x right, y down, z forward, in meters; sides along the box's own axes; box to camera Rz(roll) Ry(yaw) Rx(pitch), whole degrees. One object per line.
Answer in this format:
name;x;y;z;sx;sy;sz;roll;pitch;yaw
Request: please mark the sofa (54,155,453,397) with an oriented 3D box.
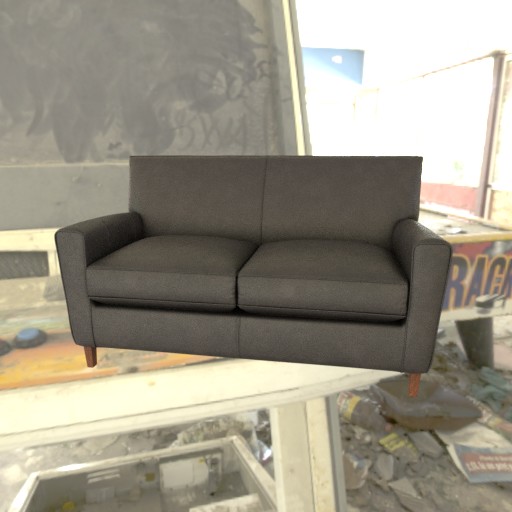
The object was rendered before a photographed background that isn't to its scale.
sofa;0.000;0.000;1.975;1.473;0.871;0.787;2;13;10
